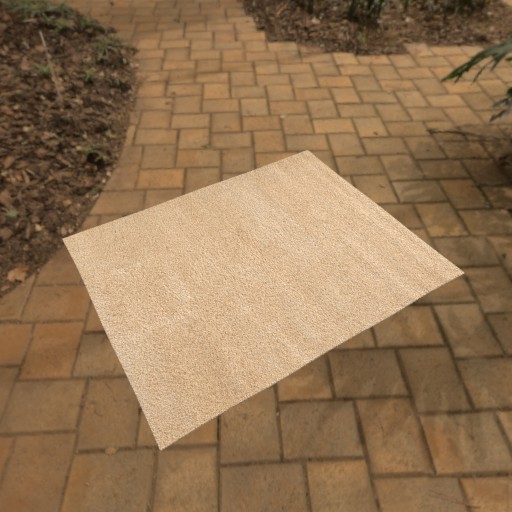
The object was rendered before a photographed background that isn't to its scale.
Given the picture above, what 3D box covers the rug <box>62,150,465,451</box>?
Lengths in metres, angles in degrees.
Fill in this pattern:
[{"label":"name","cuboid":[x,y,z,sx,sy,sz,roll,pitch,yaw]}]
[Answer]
[{"label":"rug","cuboid":[0.000,0.000,4.212,3.000,0.025,2.400,-24,51,-22]}]
